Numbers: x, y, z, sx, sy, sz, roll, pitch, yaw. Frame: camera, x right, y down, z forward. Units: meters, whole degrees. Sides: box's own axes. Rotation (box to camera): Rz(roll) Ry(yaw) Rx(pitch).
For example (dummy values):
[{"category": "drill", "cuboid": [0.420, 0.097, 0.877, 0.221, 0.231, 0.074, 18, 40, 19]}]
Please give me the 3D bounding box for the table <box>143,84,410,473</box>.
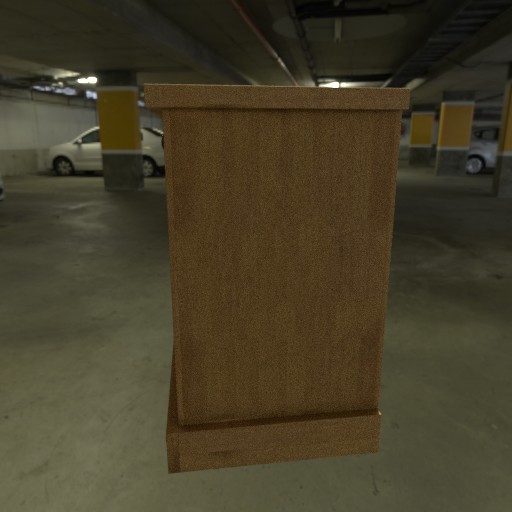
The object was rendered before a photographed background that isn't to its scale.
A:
[{"category": "table", "cuboid": [0.000, 0.000, 1.229, 0.500, 0.813, 0.660, -2, 15, -8]}]
